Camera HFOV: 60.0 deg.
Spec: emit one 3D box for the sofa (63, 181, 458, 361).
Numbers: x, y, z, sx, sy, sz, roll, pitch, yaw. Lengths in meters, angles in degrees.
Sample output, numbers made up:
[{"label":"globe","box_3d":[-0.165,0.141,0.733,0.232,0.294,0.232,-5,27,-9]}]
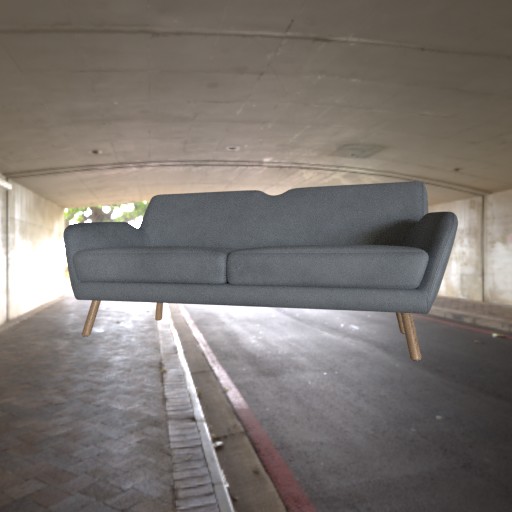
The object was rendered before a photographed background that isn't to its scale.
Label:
[{"label":"sofa","box_3d":[0.000,0.000,2.318,1.870,0.810,0.850,0,0,19]}]
